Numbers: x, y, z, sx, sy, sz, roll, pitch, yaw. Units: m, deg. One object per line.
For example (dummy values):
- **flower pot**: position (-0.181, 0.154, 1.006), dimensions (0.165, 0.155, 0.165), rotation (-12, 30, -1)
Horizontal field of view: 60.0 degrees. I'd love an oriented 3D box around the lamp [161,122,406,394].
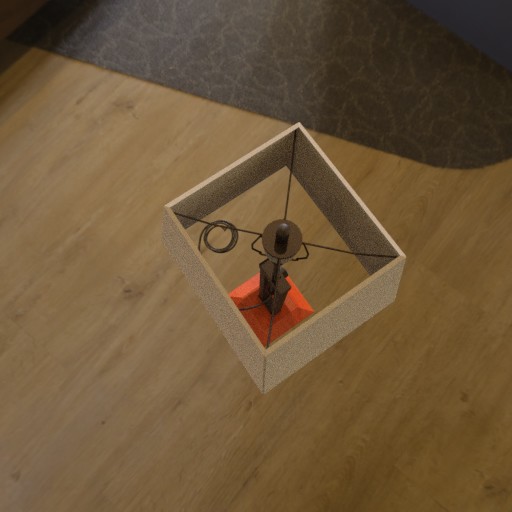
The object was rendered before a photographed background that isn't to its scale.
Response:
- **lamp**: position (0.000, 0.000, 0.993), dimensions (0.310, 0.737, 0.498), rotation (-33, 78, -8)
